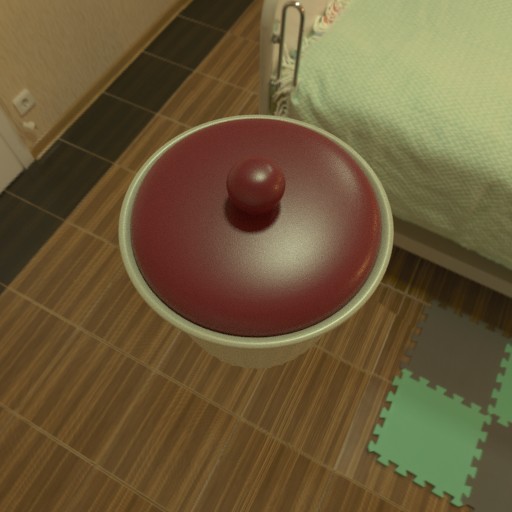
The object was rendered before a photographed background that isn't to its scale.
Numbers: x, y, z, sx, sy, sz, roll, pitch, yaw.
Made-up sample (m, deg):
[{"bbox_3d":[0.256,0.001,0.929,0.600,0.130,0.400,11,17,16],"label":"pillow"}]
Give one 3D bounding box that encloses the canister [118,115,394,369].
[{"bbox_3d":[0.000,0.000,0.346,0.181,0.211,0.181,0,62,0],"label":"canister"}]
